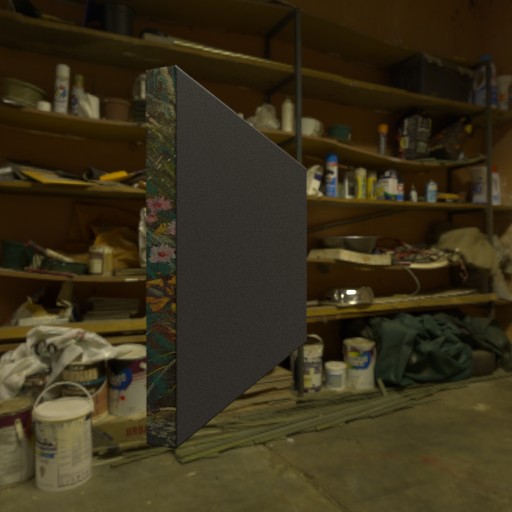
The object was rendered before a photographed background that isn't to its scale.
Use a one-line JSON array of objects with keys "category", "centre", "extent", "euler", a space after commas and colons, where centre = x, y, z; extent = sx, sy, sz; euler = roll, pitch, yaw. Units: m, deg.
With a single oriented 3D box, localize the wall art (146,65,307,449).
[{"category": "wall art", "centre": [0.000, 0.000, 0.762], "extent": [0.037, 0.406, 0.610], "euler": [0, 0, 20]}]
